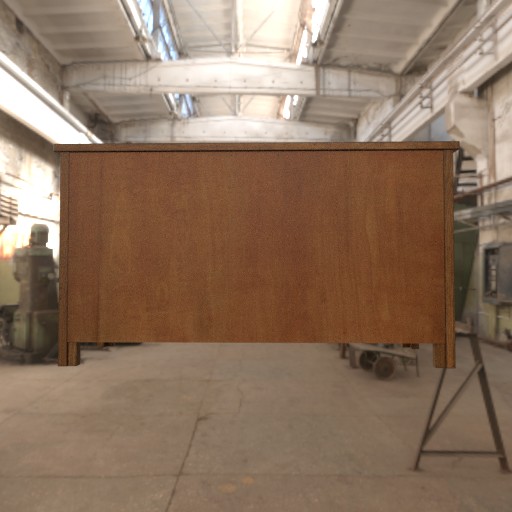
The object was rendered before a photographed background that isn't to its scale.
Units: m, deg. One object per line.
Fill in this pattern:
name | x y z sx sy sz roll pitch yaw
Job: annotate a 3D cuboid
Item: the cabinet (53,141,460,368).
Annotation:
cabinet | 0.000 0.000 1.837 1.474 0.813 0.480 0 -1 1
